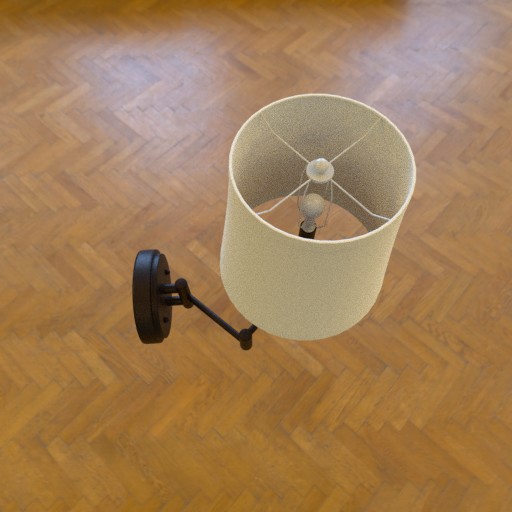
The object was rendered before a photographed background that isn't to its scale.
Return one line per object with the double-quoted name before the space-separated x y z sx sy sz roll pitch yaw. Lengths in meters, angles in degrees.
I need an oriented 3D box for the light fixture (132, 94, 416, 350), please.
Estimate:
"light fixture" 0.000 0.000 0.264 0.157 0.172 0.100 -3 63 -2
